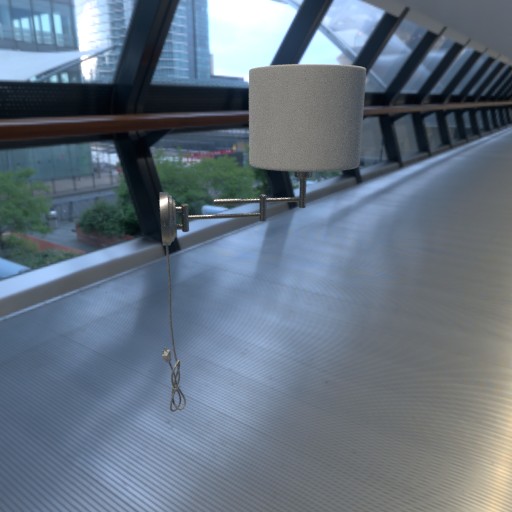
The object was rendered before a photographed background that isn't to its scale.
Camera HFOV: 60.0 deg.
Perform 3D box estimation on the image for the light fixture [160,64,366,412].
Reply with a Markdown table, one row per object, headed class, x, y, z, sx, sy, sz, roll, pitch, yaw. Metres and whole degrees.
| class | x | y | z | sx | sy | sz | roll | pitch | yaw |
| --- | --- | --- | --- | --- | --- | --- | --- | --- | --- |
| light fixture | 0.000 | 0.000 | 1.079 | 0.479 | 0.842 | 0.253 | -3 | 18 | -10 |
